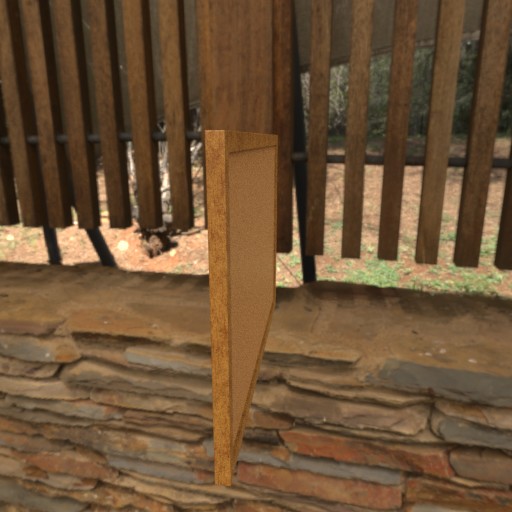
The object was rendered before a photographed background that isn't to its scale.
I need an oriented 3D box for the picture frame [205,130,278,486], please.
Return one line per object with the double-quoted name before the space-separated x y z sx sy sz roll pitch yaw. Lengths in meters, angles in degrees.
"picture frame" 0.000 0.000 1.167 0.029 0.621 0.922 2 15 7
